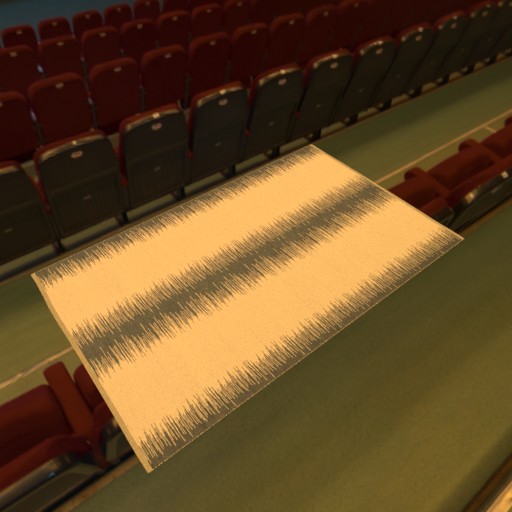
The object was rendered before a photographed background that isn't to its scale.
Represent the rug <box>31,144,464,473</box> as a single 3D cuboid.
[{"bbox_3d":[0.000,0.000,2.922,2.453,0.003,1.519,-30,53,-26],"label":"rug"}]
